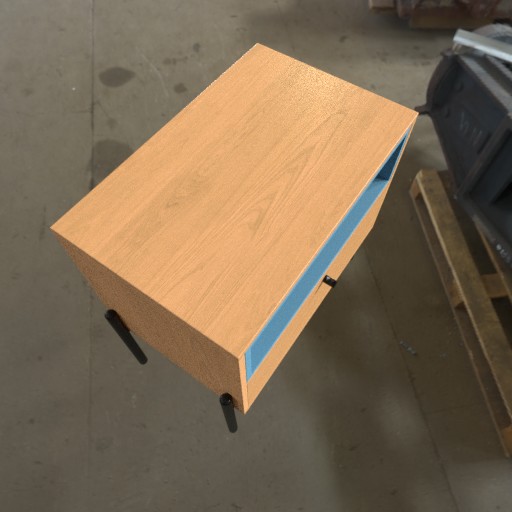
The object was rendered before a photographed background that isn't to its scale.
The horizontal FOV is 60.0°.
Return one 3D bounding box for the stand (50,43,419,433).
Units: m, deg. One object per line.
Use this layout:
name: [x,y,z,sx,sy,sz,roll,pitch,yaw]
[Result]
stand: [0.000,0.000,1.030,0.400,0.600,0.630,31,64,17]
